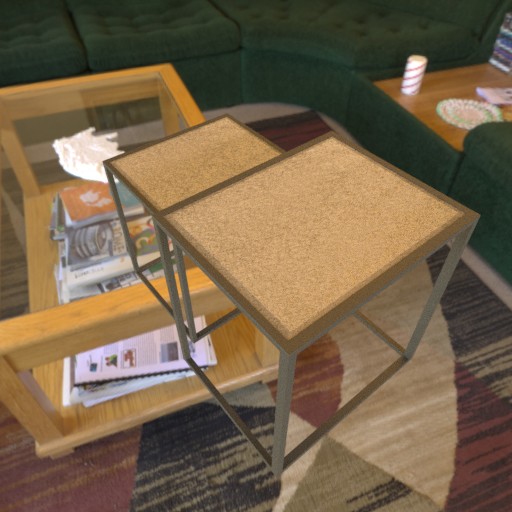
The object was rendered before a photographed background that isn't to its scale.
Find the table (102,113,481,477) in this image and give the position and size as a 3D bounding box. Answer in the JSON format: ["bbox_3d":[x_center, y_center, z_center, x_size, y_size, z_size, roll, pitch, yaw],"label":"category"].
[{"bbox_3d":[0.000,0.000,1.174,0.508,0.540,0.788,-30,53,-26],"label":"table"}]
